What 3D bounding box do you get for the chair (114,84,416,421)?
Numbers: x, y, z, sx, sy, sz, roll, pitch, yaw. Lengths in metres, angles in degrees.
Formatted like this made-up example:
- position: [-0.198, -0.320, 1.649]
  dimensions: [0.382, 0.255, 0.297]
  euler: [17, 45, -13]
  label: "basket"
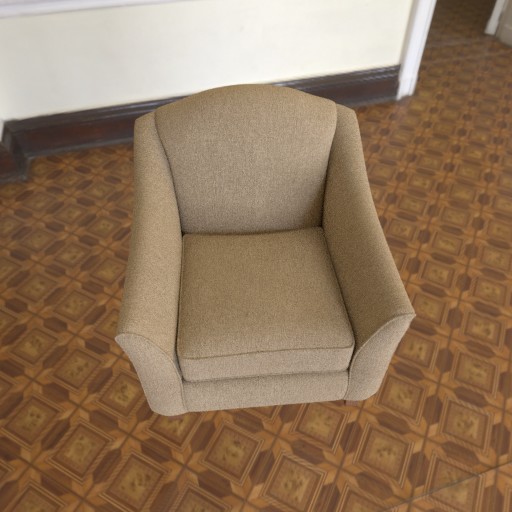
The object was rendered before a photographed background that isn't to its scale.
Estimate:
- position: [0.000, 0.000, 1.451]
  dimensions: [0.763, 0.839, 0.787]
  euler: [-3, 45, -3]
  label: "chair"
